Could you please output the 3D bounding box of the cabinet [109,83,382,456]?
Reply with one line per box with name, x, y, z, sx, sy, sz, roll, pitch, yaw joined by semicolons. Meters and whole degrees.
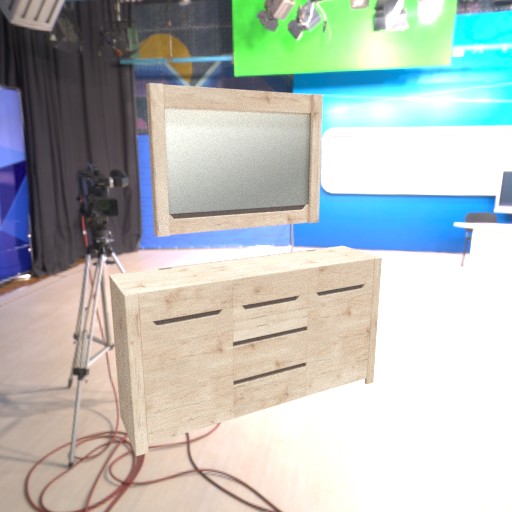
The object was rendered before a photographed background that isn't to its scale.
cabinet;0.000;0.000;2.751;1.700;1.981;0.420;-7;15;-27
